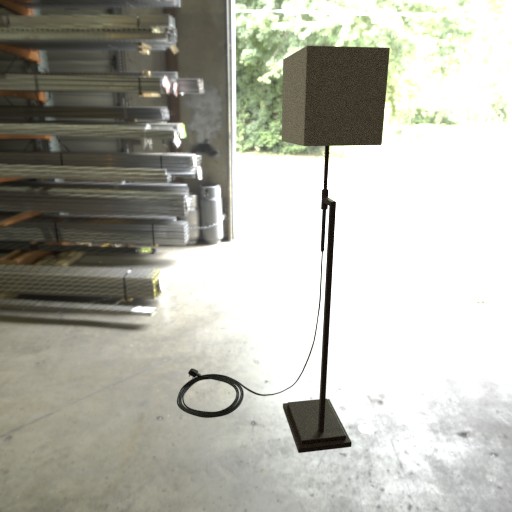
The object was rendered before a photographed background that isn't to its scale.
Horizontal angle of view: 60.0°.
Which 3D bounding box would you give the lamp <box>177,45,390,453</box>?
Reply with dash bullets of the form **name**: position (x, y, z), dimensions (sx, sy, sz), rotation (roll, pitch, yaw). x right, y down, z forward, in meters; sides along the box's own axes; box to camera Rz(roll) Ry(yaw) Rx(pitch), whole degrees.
- **lamp**: position (0.000, 0.000, 1.953), dimensions (0.774, 1.600, 0.698), rotation (-3, 18, -9)
